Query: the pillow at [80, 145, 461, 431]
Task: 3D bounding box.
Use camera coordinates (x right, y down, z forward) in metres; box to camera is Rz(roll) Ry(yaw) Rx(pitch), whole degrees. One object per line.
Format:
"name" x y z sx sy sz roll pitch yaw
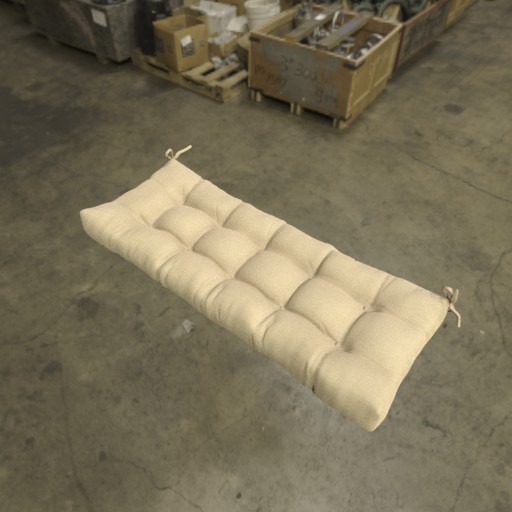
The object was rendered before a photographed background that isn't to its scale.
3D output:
"pillow" 0.000 0.000 1.385 1.194 0.174 0.511 30 53 26
